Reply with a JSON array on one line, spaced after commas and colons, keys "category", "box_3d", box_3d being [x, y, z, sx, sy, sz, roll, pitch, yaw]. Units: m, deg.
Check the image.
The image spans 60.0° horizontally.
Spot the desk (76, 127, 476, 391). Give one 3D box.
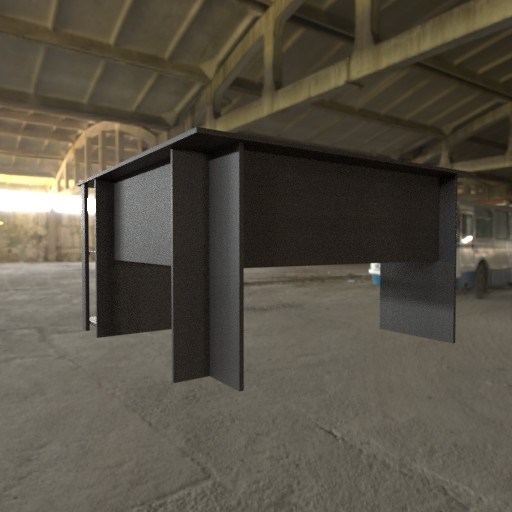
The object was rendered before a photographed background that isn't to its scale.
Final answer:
[{"category": "desk", "box_3d": [0.000, 0.000, 2.061, 1.303, 0.716, 1.361, -1, 2, -35]}]
